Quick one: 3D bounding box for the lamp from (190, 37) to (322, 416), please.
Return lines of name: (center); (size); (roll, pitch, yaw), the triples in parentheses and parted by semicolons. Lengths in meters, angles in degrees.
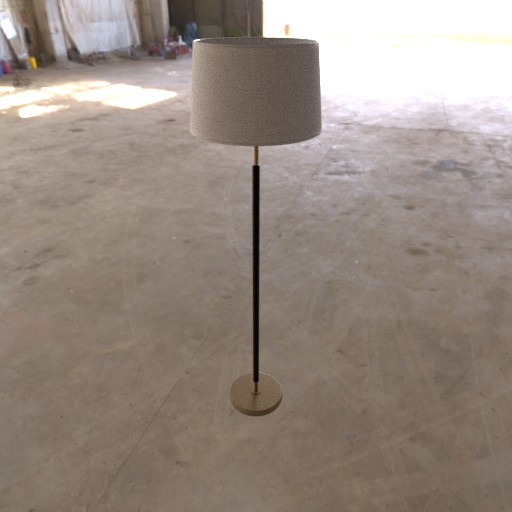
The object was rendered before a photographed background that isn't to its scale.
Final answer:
lamp: (0.000, 0.000, 1.652); (0.420, 1.447, 0.420); (0, 29, 0)
